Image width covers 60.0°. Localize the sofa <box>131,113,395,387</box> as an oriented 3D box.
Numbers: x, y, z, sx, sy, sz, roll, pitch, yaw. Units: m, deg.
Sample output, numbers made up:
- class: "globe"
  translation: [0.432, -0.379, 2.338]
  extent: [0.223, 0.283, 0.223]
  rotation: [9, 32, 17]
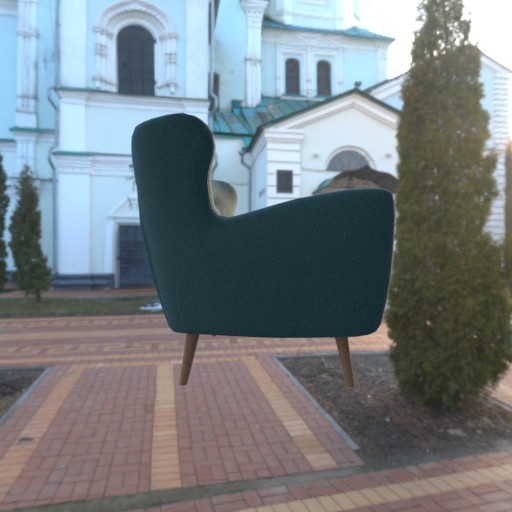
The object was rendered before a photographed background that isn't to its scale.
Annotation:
- class: "sofa"
  translation: [0.000, 0.000, 1.999]
  extent: [0.889, 0.889, 1.397]
  rotation: [0, 0, 1]
